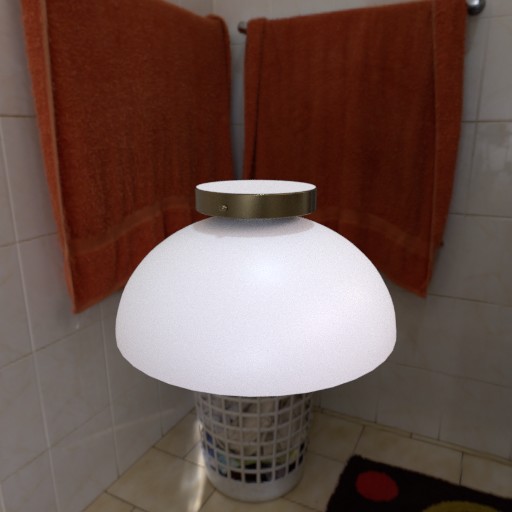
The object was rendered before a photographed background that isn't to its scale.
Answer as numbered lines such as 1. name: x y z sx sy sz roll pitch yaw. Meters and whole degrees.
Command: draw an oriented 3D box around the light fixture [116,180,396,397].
1. light fixture: 0.000 0.000 0.563 0.355 0.177 0.355 0 15 0
